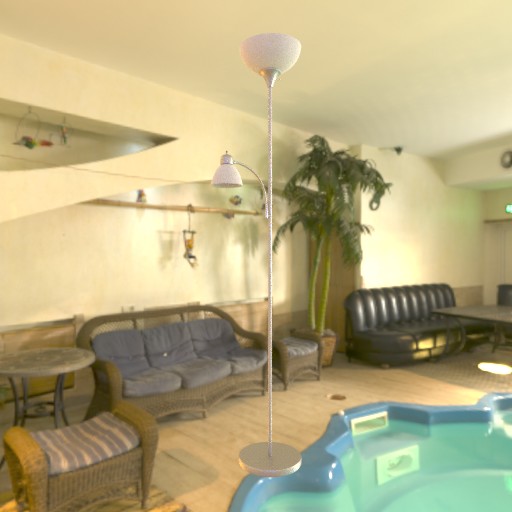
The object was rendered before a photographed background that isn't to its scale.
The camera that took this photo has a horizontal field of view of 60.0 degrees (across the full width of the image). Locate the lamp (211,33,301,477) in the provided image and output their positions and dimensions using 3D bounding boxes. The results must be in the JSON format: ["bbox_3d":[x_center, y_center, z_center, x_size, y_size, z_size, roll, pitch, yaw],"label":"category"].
[{"bbox_3d":[0.000,0.000,1.887,0.425,1.804,0.279,0,1,-37],"label":"lamp"}]
